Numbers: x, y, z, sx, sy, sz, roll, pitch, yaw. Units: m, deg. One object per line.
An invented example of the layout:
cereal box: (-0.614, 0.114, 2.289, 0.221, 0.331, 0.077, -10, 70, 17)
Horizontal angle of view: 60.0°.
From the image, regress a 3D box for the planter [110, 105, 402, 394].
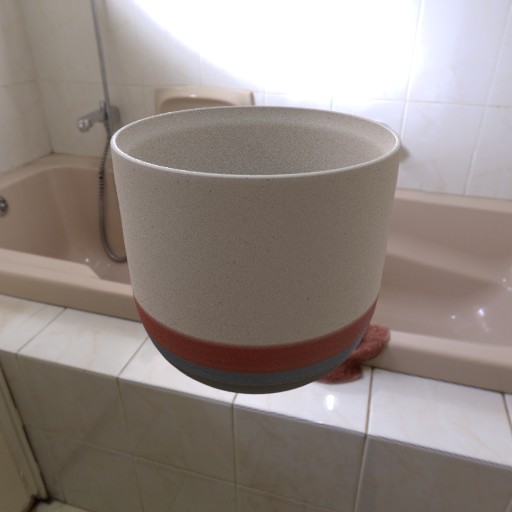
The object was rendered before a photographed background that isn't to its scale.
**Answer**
planter: (0.000, 0.000, 0.485, 0.268, 0.270, 0.268, 0, 29, 0)
